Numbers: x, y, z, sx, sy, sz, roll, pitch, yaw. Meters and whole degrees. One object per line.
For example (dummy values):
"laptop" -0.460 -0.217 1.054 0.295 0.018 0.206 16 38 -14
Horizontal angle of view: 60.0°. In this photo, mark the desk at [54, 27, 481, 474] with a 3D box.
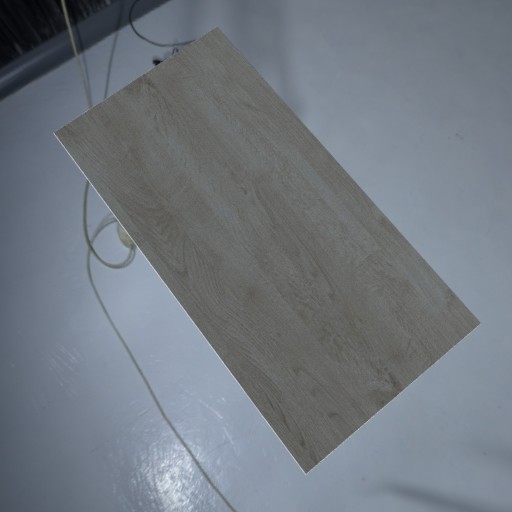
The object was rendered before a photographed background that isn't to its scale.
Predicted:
"desk" 0.000 0.000 1.510 0.560 0.730 1.096 -37 79 -8
